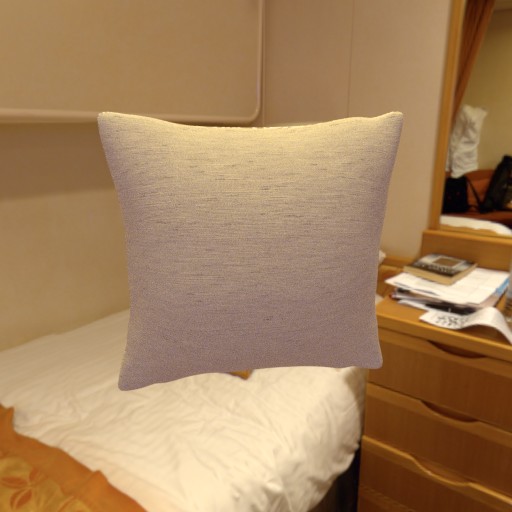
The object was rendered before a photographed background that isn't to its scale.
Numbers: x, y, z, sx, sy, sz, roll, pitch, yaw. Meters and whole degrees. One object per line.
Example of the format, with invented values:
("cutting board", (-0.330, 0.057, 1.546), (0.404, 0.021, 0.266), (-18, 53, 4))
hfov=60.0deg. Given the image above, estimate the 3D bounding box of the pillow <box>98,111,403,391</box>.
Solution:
("pillow", (0.000, 0.000, 0.674), (0.438, 0.421, 0.167), (-2, 16, -8))
